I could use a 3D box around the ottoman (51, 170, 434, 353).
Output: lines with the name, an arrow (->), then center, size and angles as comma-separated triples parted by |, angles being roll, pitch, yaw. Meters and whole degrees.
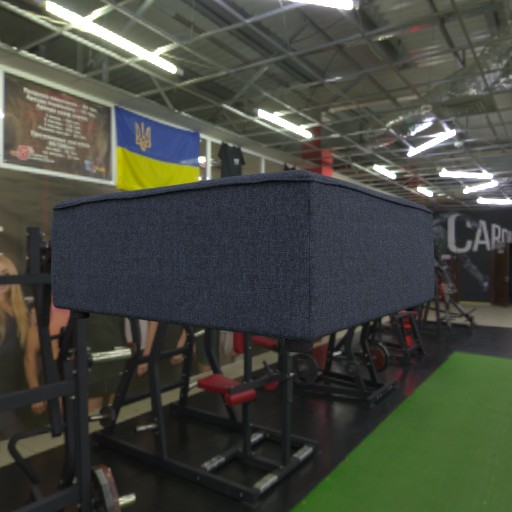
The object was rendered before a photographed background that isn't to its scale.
ottoman -> 0.000, 0.000, 1.616 | 1.017, 0.423, 1.023 | 0, 0, 36
